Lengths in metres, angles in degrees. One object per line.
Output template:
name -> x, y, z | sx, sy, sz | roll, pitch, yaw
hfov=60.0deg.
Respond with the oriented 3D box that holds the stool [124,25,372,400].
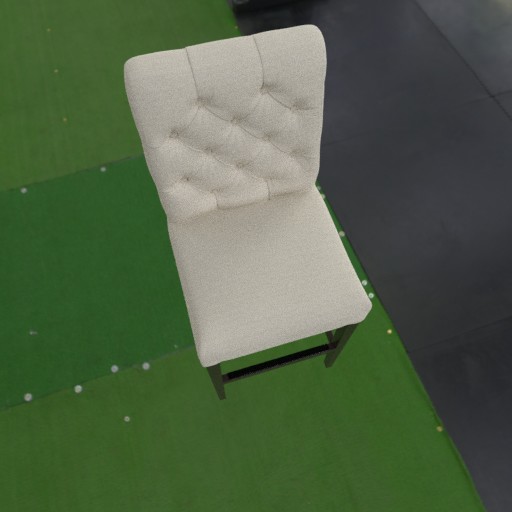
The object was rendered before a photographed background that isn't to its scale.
stool -> 0.000, 0.000, 1.381 | 0.482, 1.118, 0.610 | -15, 64, -7
